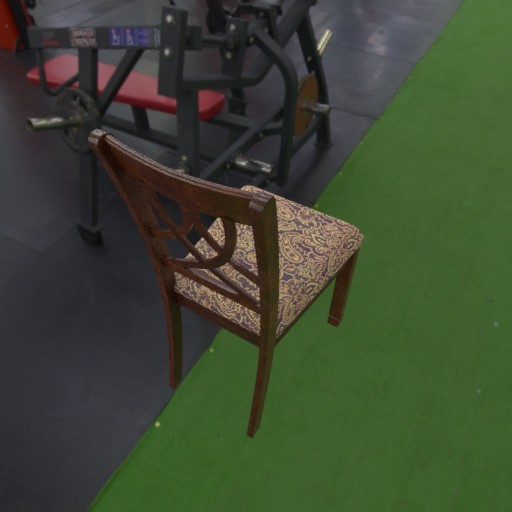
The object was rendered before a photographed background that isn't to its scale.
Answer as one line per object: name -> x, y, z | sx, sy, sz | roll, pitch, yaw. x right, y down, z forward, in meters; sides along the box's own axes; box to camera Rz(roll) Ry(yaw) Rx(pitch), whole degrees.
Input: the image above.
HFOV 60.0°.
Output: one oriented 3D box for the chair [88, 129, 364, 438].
chair -> 0.000, 0.000, 1.278 | 0.457, 0.965, 0.584 | 24, 51, 21
